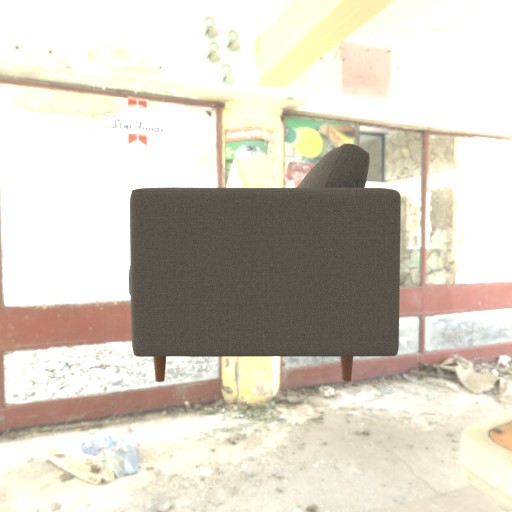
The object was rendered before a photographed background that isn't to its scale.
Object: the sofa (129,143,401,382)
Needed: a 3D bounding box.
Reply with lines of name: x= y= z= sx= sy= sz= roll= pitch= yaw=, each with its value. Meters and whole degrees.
sofa: x=0.000 y=0.000 z=2.287 sx=0.940 sy=0.866 sz=1.713 roll=0 pitch=2 yaw=0
